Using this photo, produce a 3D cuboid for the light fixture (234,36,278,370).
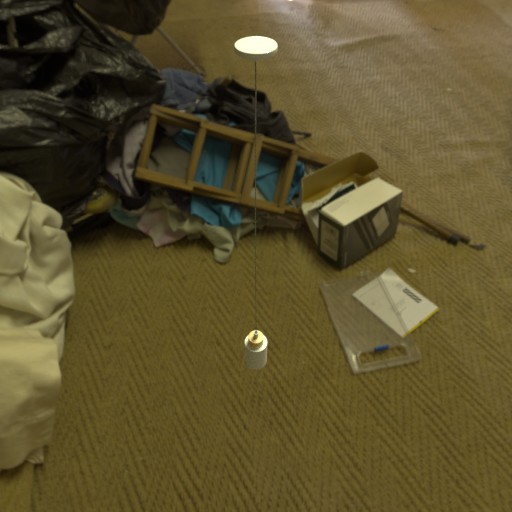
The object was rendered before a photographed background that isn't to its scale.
[{"bbox_3d":[0.000,0.000,1.940,0.125,1.798,0.125,-24,52,-20],"label":"light fixture"}]
